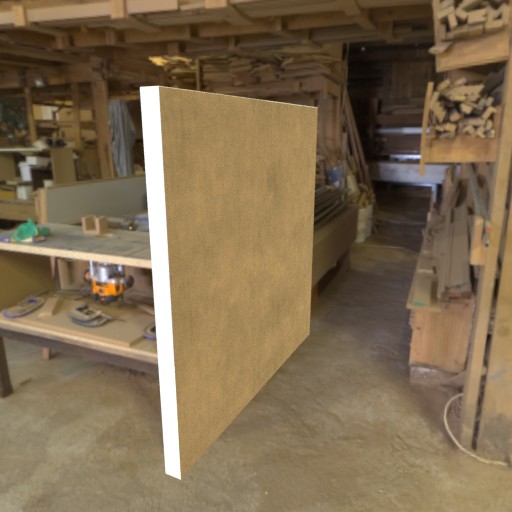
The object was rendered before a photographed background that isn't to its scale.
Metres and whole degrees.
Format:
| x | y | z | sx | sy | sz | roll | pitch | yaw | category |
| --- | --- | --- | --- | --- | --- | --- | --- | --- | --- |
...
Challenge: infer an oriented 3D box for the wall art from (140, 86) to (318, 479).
| x | y | z | sx | sy | sz | roll | pitch | yaw | category |
| --- | --- | --- | --- | --- | --- | --- | --- | --- | --- |
| 0.000 | 0.000 | 0.683 | 0.023 | 0.453 | 0.455 | 8 | 18 | 26 | wall art |
